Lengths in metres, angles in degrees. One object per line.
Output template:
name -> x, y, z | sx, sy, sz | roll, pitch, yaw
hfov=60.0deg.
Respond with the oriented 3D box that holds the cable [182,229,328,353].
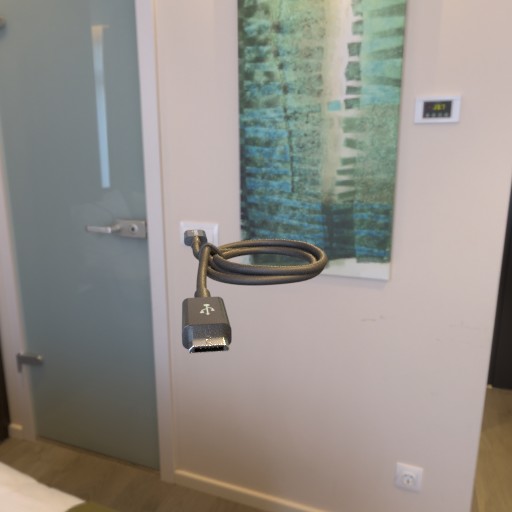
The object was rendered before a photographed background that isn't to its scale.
cable -> 0.000, 0.000, 0.212 | 0.070, 0.014, 0.192 | -2, 13, -9
